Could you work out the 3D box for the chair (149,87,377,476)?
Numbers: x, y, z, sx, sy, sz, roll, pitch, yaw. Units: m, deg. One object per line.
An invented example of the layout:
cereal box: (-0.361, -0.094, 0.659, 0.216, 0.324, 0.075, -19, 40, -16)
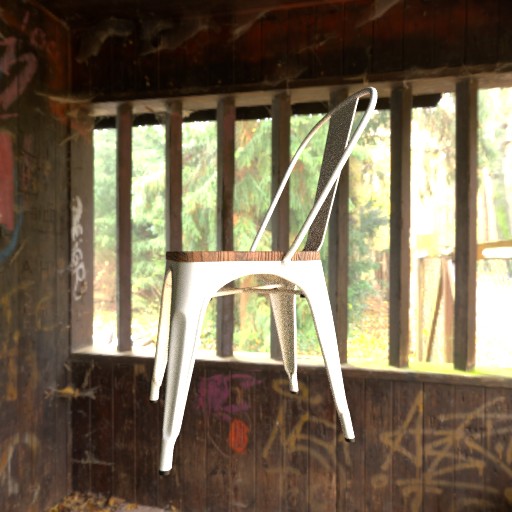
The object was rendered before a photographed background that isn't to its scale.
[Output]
chair: (0.000, 0.000, 1.145, 0.521, 0.851, 0.452, 0, 1, -16)
